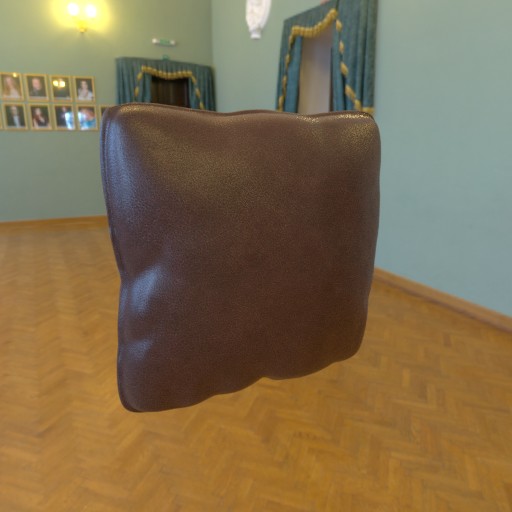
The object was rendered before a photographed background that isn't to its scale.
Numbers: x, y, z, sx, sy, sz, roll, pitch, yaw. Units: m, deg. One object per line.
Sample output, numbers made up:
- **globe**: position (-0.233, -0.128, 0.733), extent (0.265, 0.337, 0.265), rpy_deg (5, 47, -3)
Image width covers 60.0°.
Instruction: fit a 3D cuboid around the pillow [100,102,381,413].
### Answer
- **pillow**: position (0.000, 0.000, 0.820), extent (0.532, 0.523, 0.236), rpy_deg (-8, 17, -27)
